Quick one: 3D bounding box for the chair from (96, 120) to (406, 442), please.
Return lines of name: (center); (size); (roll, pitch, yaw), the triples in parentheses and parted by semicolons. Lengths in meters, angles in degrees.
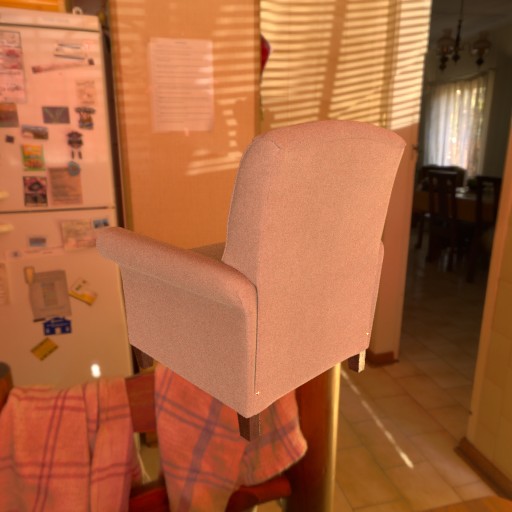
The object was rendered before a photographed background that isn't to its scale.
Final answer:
chair: (0.000, 0.000, 1.848); (0.978, 1.061, 0.905); (-14, 20, -43)
